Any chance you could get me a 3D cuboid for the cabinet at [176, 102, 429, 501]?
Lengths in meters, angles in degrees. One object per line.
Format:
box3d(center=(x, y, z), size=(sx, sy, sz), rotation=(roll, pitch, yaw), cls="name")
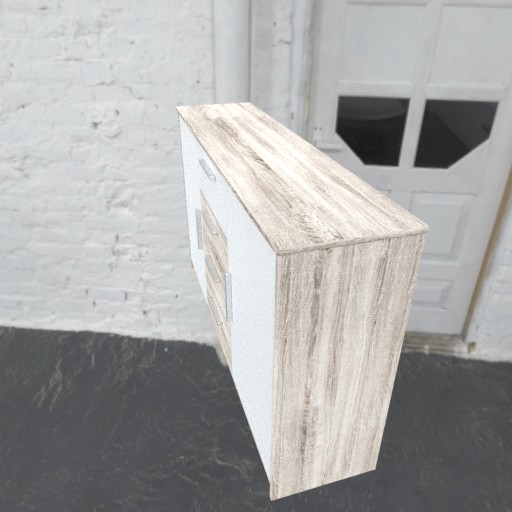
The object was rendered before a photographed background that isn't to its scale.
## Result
box3d(center=(0.000, 0.000, 1.786), size=(0.380, 0.900, 1.450), rotation=(-9, 31, -15), cls="cabinet")
